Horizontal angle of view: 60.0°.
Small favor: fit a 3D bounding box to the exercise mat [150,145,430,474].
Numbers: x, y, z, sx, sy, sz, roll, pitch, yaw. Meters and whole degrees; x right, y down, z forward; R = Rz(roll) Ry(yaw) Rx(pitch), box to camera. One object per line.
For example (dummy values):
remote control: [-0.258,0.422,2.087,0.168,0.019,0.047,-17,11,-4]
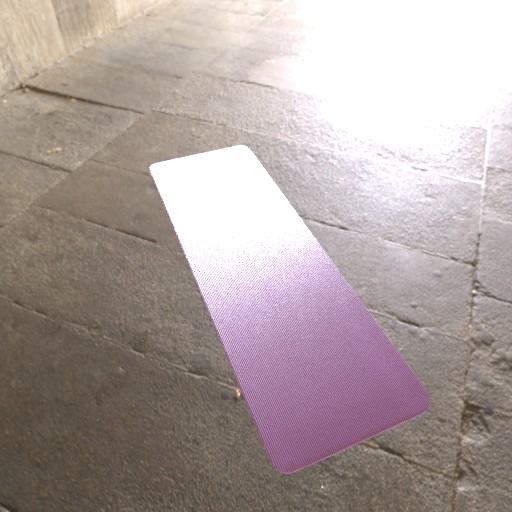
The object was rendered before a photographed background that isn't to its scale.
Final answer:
exercise mat: [0.000,0.000,2.080,0.616,0.021,1.869,-16,48,-15]
